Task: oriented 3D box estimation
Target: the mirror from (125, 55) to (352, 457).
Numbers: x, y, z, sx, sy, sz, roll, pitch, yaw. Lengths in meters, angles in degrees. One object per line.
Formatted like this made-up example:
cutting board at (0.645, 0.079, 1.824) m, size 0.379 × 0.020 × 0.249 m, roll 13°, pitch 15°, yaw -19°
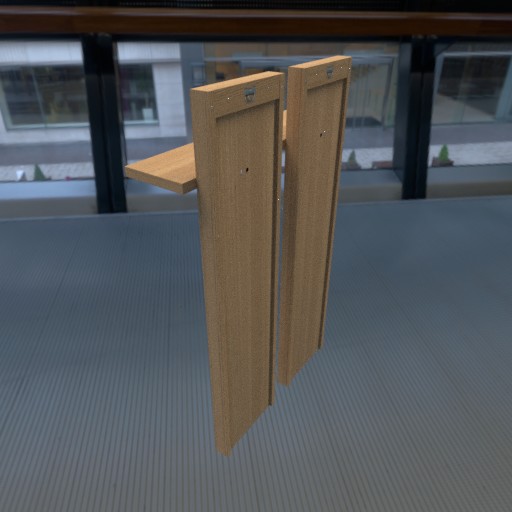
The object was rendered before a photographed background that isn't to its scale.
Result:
mirror at (0.000, 0.000, 1.575) m, size 0.260 × 1.250 × 0.800 m, roll 20°, pitch 37°, yaw 30°
